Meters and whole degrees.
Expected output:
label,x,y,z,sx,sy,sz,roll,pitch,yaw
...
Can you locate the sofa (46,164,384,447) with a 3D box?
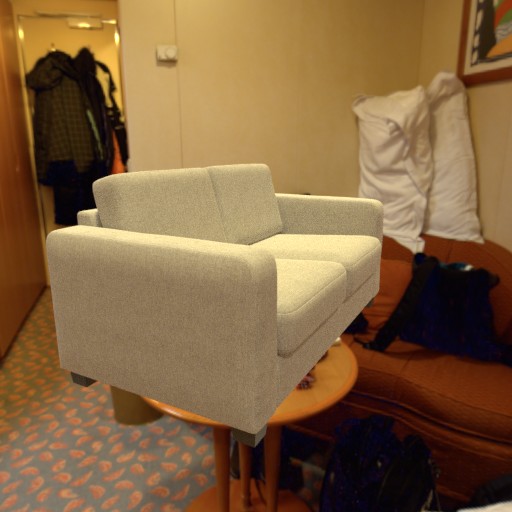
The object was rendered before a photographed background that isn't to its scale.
label,x,y,z,sx,sy,sz,roll,pitch,yaw
sofa,0.000,0.000,2.049,0.900,0.800,1.540,7,16,28
